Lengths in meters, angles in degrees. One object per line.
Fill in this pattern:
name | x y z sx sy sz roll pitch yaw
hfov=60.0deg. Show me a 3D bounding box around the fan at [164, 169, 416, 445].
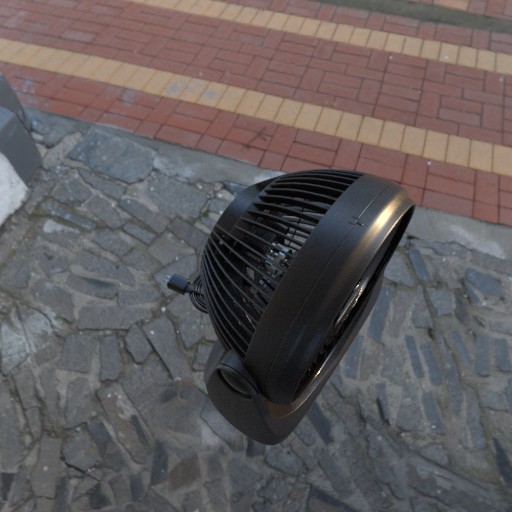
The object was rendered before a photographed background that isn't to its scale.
fan | 0.000 0.000 0.480 0.256 0.277 0.273 32 63 18
